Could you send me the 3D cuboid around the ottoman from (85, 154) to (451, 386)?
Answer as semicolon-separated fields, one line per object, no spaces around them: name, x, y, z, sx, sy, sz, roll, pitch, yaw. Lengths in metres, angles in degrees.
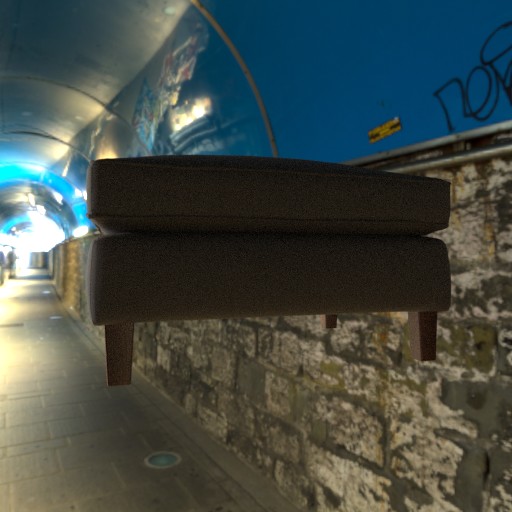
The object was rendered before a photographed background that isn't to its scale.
ottoman;0.000;0.000;0.984;0.686;0.406;0.508;0;0;-17
